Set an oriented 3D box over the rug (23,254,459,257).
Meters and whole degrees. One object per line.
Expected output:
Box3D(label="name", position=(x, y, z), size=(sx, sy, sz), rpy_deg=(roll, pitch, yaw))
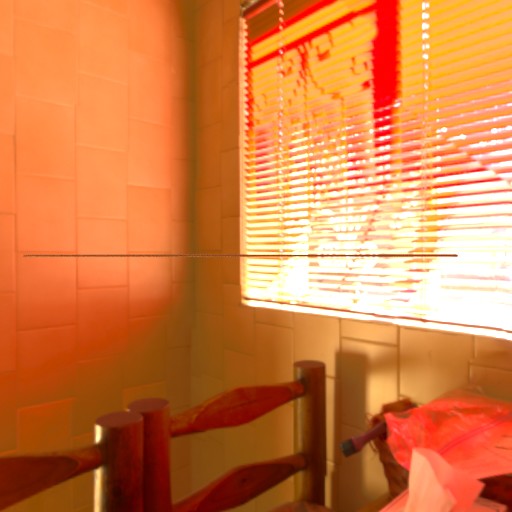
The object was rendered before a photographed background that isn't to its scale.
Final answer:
Box3D(label="rug", position=(0.000, 0.000, 2.761), size=(2.134, 0.013, 1.524), rpy_deg=(0, 0, 18))
